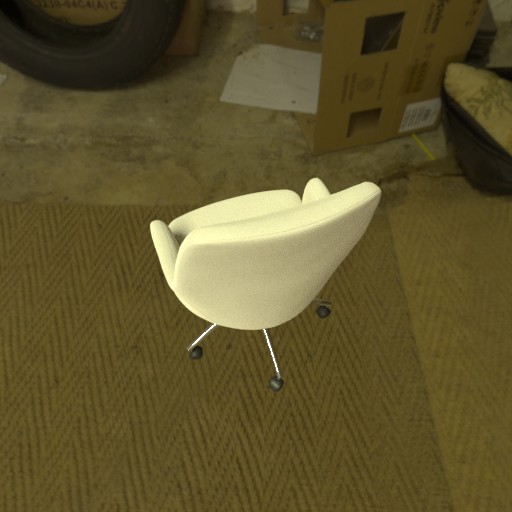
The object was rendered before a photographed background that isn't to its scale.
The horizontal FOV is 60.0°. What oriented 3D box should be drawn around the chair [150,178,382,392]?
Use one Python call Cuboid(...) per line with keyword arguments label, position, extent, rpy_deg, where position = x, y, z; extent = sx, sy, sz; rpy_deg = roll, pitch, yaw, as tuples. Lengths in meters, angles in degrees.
Cuboid(label="chair", position=(0.000, 0.000, 1.451), extent=(0.620, 1.049, 0.640), rpy_deg=(-16, 60, -10))
